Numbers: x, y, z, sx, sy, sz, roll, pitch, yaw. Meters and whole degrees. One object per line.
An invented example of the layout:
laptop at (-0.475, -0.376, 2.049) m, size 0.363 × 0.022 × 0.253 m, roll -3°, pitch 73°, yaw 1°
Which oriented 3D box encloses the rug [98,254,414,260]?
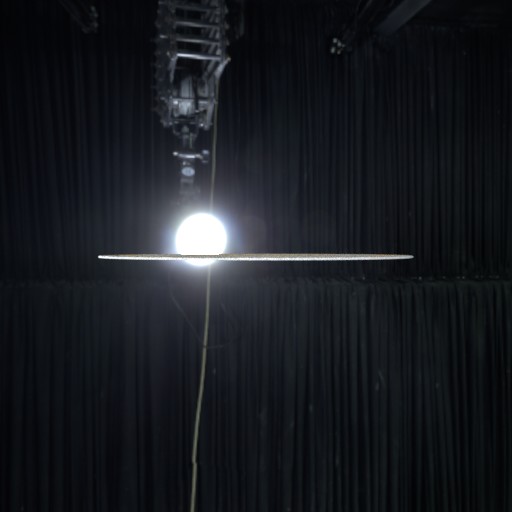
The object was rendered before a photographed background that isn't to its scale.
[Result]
rug at (0.000, 0.000, 2.385) m, size 1.598 × 0.010 × 1.598 m, roll 0°, pitch 1°, yaw 0°
